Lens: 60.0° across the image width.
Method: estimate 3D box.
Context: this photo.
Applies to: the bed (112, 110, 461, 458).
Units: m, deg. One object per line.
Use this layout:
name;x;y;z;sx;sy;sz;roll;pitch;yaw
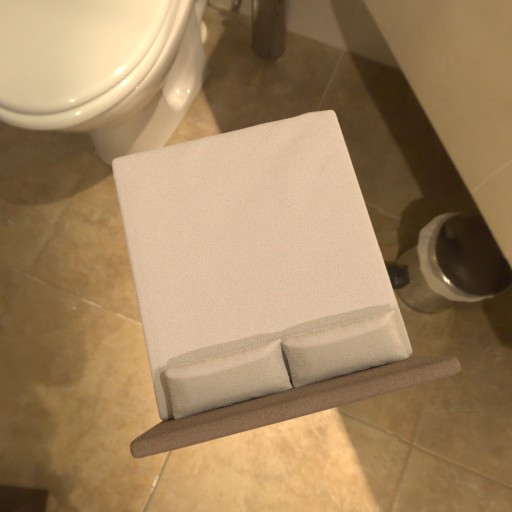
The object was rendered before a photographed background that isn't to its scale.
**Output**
bed;0.000;0.000;3.498;2.119;1.317;2.341;-14;77;-3
